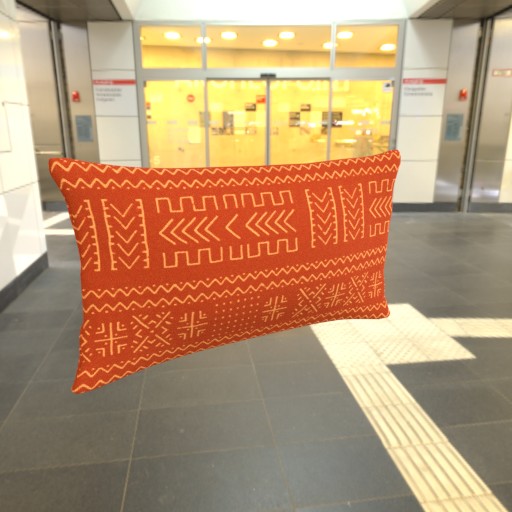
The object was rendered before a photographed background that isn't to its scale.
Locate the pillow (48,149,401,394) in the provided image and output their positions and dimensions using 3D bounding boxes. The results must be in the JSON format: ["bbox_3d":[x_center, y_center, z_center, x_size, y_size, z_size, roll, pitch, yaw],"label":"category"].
[{"bbox_3d":[0.000,0.000,0.776,0.640,0.352,0.130,-8,18,-27],"label":"pillow"}]
